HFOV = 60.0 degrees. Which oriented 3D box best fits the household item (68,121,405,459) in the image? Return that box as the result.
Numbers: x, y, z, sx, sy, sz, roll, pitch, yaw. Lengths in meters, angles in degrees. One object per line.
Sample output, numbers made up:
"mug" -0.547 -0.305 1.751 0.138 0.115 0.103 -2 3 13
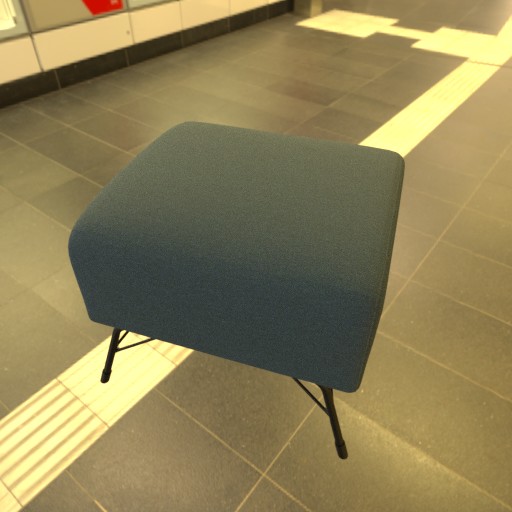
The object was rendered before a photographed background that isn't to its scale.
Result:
"household item" 0.000 0.000 0.933 0.530 0.420 0.530 12 42 14
